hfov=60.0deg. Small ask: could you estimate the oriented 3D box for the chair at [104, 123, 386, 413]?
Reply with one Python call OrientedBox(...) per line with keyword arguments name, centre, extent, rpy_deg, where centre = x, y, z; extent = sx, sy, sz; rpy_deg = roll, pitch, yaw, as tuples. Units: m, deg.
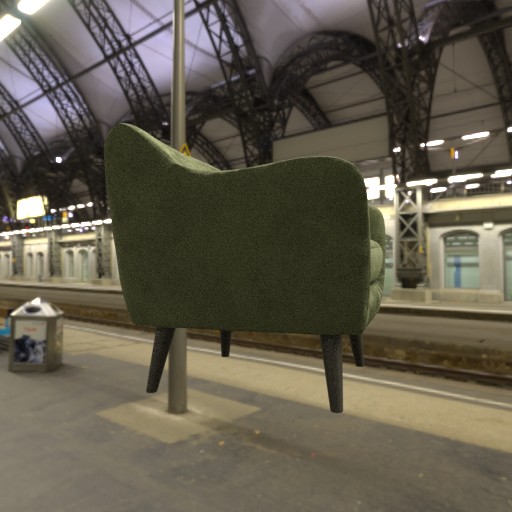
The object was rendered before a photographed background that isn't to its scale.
OrientedBox(name="chair", centre=(0.000, 0.000, 1.492), extent=(0.819, 0.804, 0.840), rpy_deg=(-1, -2, 19))
